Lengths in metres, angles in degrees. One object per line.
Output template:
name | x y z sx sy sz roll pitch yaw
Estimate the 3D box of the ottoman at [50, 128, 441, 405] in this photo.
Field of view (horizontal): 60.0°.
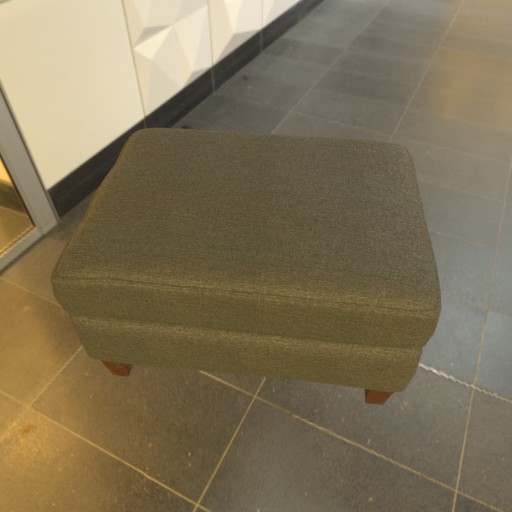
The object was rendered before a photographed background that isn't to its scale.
ottoman | 0.000 0.000 1.227 0.826 0.496 0.639 5 46 5
